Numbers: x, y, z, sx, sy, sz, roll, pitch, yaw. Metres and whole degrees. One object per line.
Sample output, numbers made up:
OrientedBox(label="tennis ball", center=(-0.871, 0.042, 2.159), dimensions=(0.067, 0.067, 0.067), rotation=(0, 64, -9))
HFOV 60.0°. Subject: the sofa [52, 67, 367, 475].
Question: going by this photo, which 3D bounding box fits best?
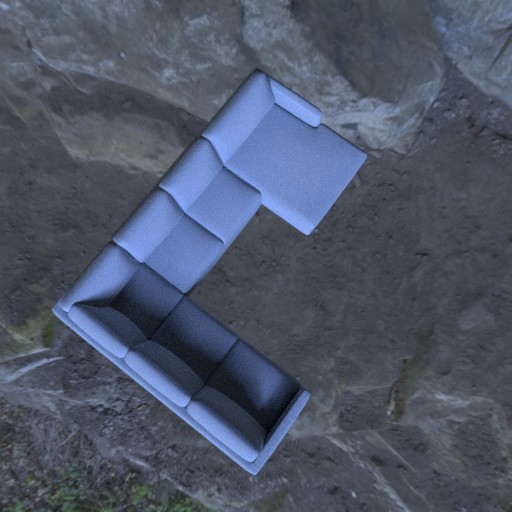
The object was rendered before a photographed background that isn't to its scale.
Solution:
OrientedBox(label="sofa", center=(0.000, 0.000, 4.702), dimensions=(2.551, 0.889, 3.403), rotation=(36, 80, 8))
